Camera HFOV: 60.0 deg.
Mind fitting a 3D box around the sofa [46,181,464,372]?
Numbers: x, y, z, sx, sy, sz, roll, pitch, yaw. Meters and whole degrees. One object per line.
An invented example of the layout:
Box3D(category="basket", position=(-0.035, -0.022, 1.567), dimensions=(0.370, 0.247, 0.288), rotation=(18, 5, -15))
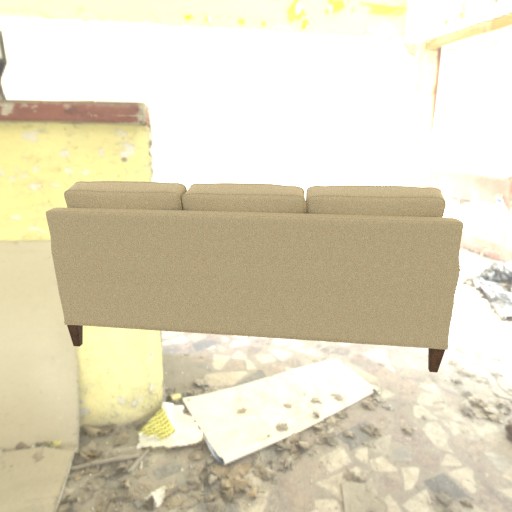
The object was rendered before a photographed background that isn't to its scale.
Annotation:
Box3D(category="sofa", position=(0.000, 0.000, 2.850), dimensions=(2.246, 1.003, 1.084), rotation=(2, 16, 8))
